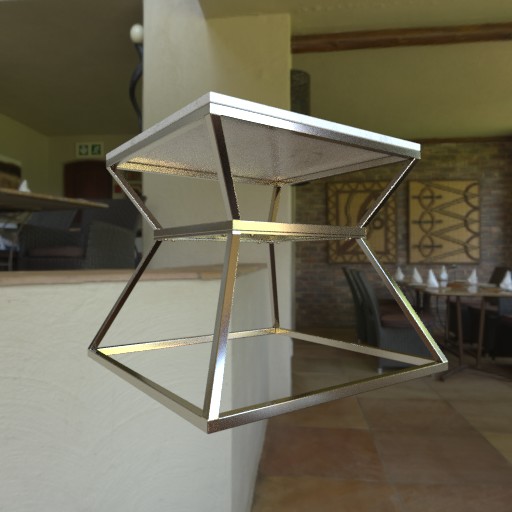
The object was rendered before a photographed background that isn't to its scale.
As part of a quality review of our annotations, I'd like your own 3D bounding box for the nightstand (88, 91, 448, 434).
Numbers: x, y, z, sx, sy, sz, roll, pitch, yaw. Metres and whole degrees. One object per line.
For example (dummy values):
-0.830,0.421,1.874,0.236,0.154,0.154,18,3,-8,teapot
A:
0.000,0.000,0.885,0.513,0.426,0.514,0,0,-36,nightstand
